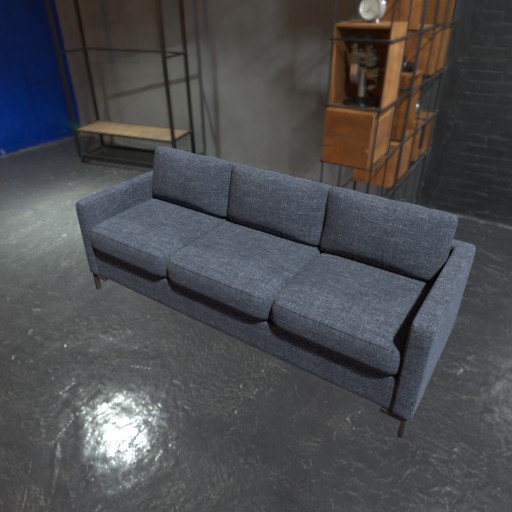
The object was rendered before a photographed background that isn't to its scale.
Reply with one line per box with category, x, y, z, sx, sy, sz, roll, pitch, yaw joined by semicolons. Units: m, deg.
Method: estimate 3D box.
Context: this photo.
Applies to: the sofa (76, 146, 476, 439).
sofa;0.000;0.000;2.652;2.218;0.874;0.859;19;36;29
